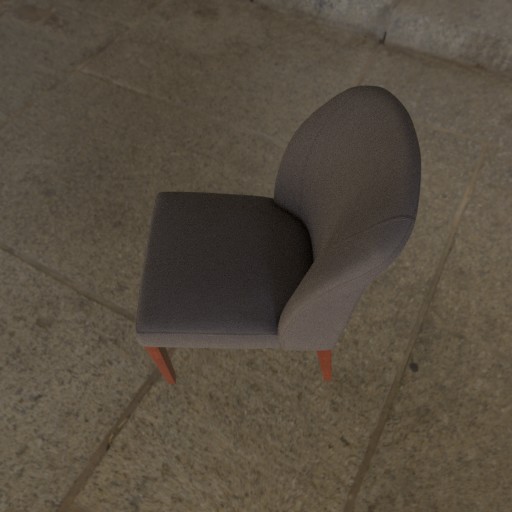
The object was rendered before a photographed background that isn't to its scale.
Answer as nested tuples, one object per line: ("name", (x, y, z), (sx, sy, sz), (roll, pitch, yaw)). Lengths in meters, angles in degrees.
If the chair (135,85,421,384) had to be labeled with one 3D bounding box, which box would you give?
("chair", (0.000, 0.000, 1.220), (0.619, 0.879, 0.506), (0, 57, 0))
